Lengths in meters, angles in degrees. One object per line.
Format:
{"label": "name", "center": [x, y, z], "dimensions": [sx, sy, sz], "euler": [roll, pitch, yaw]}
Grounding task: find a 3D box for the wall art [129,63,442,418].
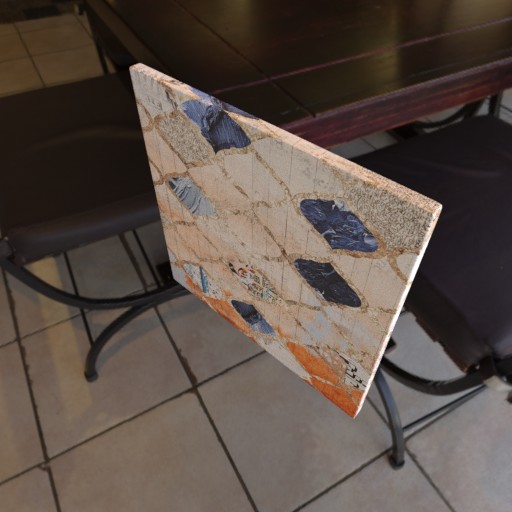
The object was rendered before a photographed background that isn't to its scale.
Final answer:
{"label": "wall art", "center": [0.000, 0.000, 1.359], "dimensions": [0.912, 0.914, 0.039], "euler": [33, 55, 27]}
